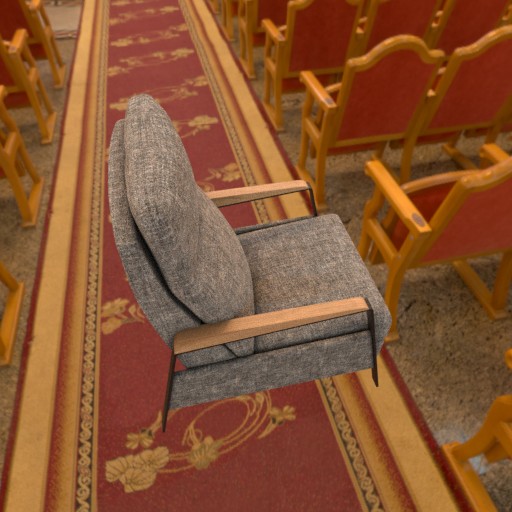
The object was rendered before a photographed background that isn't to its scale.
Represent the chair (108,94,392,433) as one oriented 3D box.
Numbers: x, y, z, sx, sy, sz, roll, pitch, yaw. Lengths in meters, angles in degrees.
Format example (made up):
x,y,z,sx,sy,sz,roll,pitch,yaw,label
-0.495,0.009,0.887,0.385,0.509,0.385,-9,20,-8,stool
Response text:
x,y,z,sx,sy,sz,roll,pitch,yaw,label
0.000,0.000,1.584,0.868,1.042,0.671,-9,47,-9,chair
